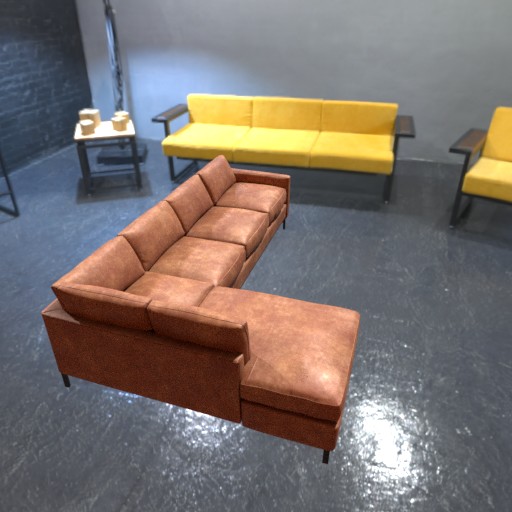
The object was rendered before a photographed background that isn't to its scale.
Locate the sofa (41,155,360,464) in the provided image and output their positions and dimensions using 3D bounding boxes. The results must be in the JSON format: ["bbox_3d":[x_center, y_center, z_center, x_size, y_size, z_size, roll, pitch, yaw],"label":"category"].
[{"bbox_3d":[0.000,0.000,3.838,1.938,0.877,2.984,10,32,16],"label":"sofa"}]
